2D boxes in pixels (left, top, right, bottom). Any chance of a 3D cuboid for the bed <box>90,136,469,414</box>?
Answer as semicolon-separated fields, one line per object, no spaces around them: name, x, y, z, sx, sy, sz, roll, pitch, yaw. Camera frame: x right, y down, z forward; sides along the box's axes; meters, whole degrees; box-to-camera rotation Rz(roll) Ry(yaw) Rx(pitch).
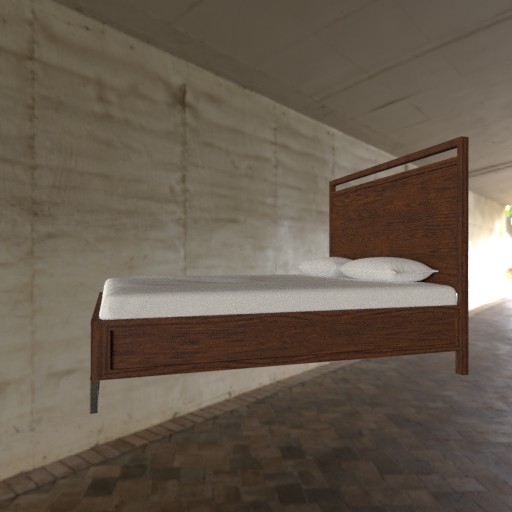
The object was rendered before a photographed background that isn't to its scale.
bed;0.000;0.000;3.260;2.218;1.487;1.765;0;0;-18
